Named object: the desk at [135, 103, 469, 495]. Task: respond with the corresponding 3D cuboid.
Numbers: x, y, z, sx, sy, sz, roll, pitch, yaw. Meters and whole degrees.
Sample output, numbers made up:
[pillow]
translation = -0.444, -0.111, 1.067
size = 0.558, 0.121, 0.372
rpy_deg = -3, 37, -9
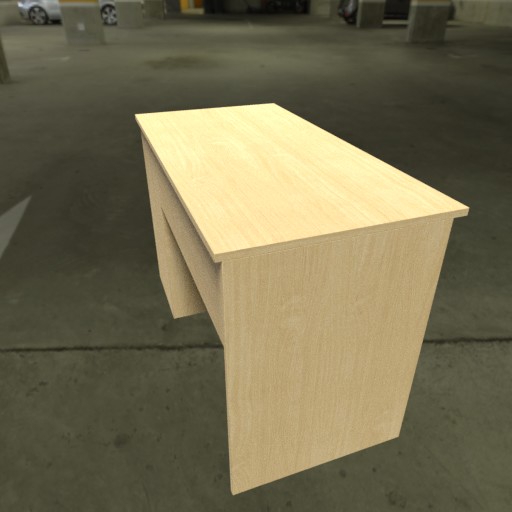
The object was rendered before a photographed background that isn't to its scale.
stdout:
[desk]
translation = 0.000, 0.000, 1.486
size = 0.560, 0.735, 1.097
rpy_deg = -11, 32, -17
